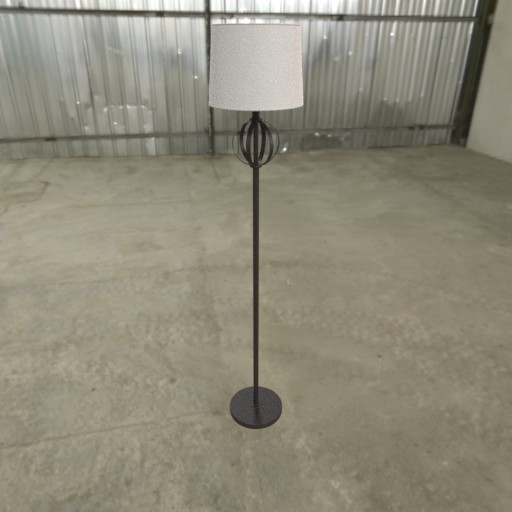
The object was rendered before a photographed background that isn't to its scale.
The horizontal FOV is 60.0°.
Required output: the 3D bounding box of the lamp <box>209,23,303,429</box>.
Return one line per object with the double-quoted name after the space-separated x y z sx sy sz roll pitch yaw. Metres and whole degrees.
0.000 0.000 1.579 0.286 1.462 0.286 8 27 16 "lamp"
